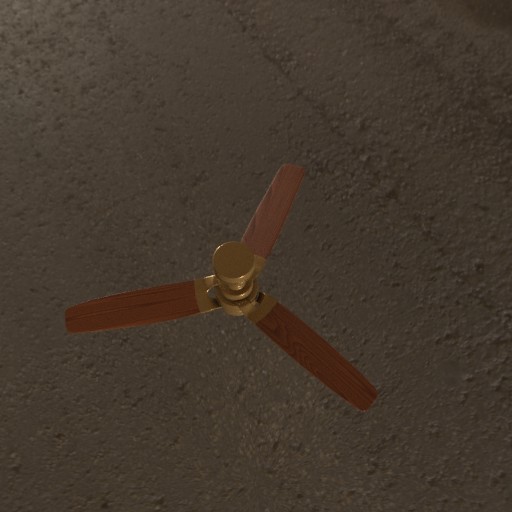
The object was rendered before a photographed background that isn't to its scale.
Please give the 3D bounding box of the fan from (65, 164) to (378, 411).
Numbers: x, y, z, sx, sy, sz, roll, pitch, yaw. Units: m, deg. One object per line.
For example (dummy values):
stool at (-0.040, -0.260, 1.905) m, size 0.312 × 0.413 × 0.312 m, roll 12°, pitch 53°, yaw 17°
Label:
fan at (0.000, 0.000, 2.061) m, size 1.416 × 0.425 × 1.271 m, roll 20°, pitch 64°, yaw 10°
